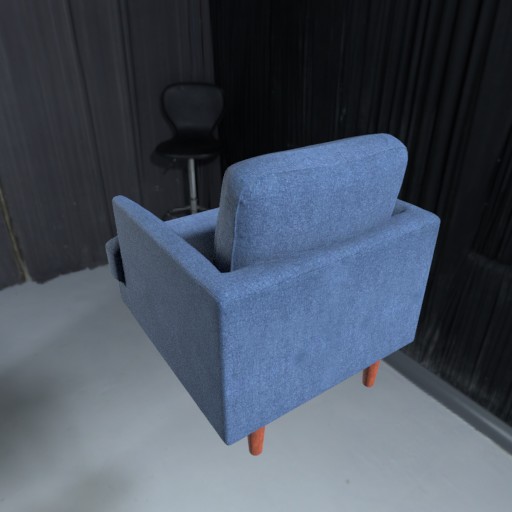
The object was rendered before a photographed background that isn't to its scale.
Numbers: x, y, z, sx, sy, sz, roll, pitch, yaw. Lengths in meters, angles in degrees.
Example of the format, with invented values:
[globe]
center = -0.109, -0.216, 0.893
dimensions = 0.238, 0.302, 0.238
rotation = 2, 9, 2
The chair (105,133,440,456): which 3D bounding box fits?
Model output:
[chair]
center = 0.000, 0.000, 1.625
dimensions = 0.858, 0.957, 0.899
rotation = -19, 35, -29
